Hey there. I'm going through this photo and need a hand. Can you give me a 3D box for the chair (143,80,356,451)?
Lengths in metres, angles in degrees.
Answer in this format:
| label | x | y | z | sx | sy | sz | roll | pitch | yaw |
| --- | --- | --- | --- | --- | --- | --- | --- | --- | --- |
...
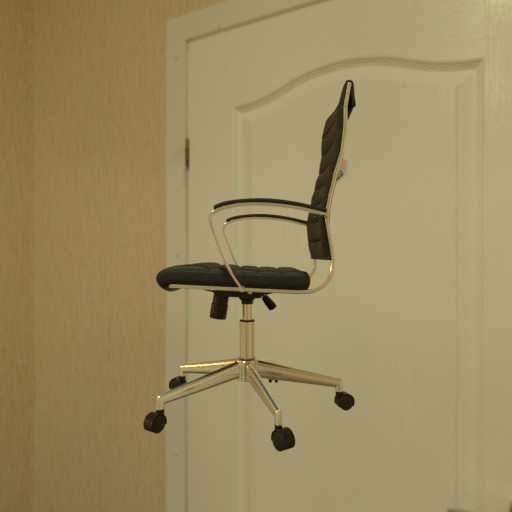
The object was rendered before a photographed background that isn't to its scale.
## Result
| label | x | y | z | sx | sy | sz | roll | pitch | yaw |
| --- | --- | --- | --- | --- | --- | --- | --- | --- | --- |
| chair | 0.000 | 0.000 | 1.662 | 0.739 | 1.149 | 0.766 | 0 | 0 | 0 |
